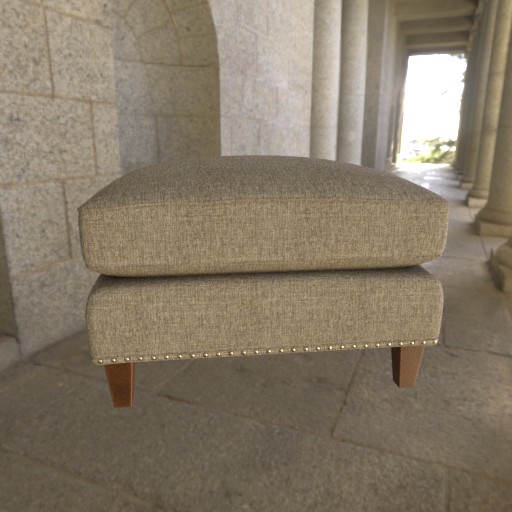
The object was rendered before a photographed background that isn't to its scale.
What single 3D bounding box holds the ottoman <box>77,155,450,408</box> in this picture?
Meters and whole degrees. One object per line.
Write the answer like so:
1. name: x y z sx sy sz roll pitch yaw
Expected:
1. ottoman: 0.000 0.000 1.162 0.741 0.513 0.584 -2 15 -7
